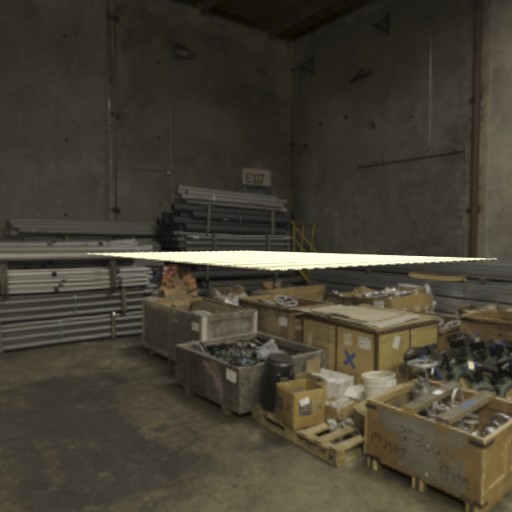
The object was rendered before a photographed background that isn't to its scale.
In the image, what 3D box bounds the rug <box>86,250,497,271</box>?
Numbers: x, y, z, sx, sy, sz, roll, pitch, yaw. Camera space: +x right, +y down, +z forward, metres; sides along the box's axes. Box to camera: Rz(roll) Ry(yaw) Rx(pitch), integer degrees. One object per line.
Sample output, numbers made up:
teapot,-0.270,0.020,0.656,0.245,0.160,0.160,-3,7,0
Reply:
rug,0.000,0.000,2.946,1.539,0.011,2.410,-1,2,-36
